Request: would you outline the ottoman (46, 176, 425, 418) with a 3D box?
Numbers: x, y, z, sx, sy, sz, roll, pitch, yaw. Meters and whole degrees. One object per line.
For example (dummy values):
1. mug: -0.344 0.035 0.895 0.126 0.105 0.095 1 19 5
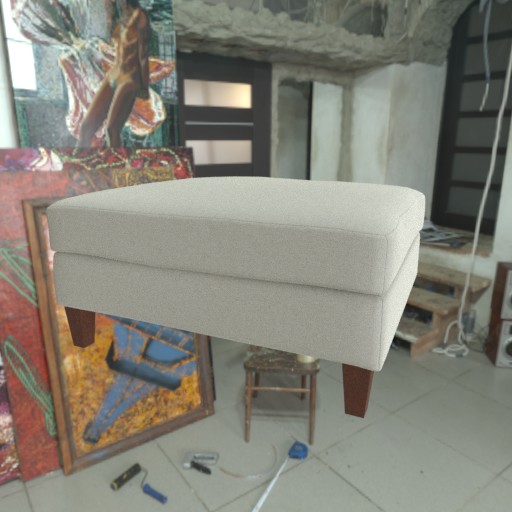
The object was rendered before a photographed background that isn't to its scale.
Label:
1. ottoman: 0.000 0.000 1.472 0.976 0.492 0.836 7 16 24
